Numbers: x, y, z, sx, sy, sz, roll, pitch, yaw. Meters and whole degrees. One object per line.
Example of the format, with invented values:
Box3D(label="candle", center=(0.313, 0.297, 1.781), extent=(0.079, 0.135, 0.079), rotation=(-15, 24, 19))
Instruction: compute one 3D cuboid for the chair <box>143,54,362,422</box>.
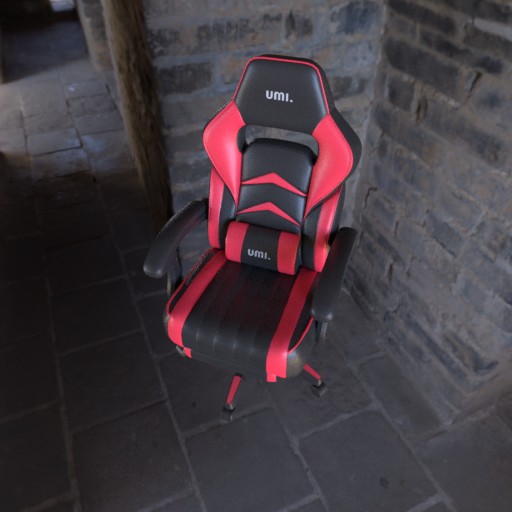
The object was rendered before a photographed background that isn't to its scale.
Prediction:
Box3D(label="chair", center=(0.000, 0.000, 1.625), extent=(0.700, 1.220, 0.700), rotation=(13, 44, 14))
